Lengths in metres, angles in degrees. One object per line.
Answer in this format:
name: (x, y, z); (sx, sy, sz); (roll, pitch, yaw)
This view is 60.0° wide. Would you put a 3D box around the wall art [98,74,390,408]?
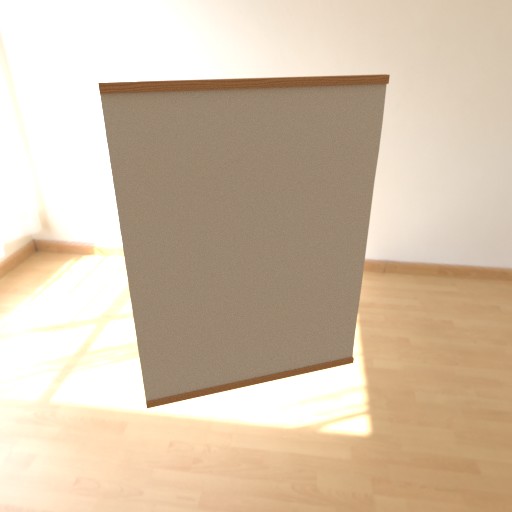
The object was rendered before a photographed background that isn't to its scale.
wall art: (0.000, 0.000, 0.811); (0.458, 0.605, 0.011); (-8, 28, -15)
